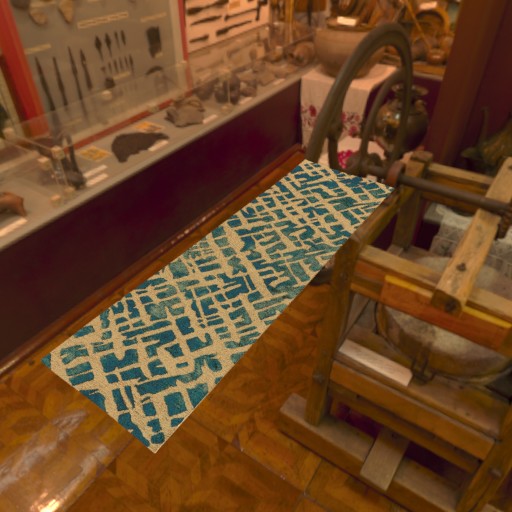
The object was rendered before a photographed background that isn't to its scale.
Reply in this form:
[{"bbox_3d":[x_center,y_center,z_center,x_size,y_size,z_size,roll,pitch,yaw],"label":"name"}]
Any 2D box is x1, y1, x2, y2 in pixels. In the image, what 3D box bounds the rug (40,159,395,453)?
[{"bbox_3d":[0.000,0.000,2.691,0.768,0.011,2.446,25,46,26],"label":"rug"}]
